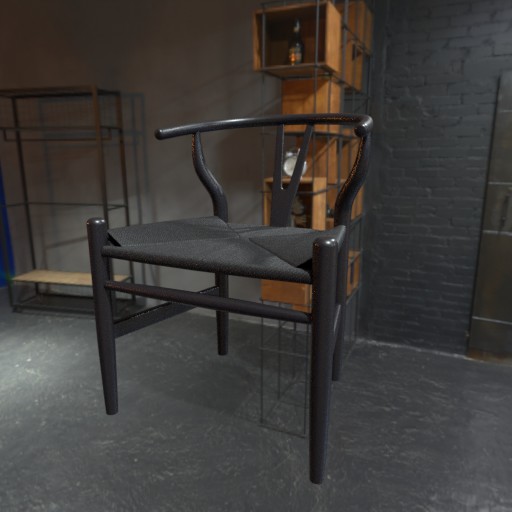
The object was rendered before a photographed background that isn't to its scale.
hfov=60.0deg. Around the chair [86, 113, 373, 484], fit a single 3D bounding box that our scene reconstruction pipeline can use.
[{"bbox_3d":[0.000,0.000,1.130,0.569,0.730,0.579,6,15,25],"label":"chair"}]
